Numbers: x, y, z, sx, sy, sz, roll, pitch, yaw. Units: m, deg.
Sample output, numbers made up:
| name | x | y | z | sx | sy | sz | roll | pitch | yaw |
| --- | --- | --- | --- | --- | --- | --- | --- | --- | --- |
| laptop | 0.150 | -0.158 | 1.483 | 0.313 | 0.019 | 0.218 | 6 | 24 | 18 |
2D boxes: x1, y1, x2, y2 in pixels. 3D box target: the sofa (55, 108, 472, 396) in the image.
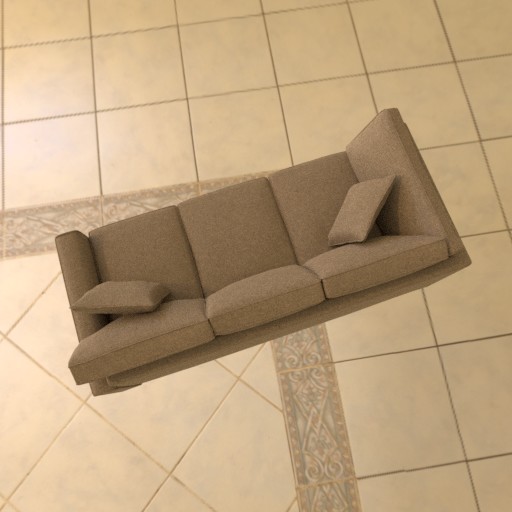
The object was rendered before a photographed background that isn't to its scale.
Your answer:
| name | x | y | z | sx | sy | sz | roll | pitch | yaw |
| --- | --- | --- | --- | --- | --- | --- | --- | --- | --- |
| sofa | 0.000 | 0.000 | 2.860 | 2.317 | 0.962 | 1.061 | -18 | 76 | -5 |
